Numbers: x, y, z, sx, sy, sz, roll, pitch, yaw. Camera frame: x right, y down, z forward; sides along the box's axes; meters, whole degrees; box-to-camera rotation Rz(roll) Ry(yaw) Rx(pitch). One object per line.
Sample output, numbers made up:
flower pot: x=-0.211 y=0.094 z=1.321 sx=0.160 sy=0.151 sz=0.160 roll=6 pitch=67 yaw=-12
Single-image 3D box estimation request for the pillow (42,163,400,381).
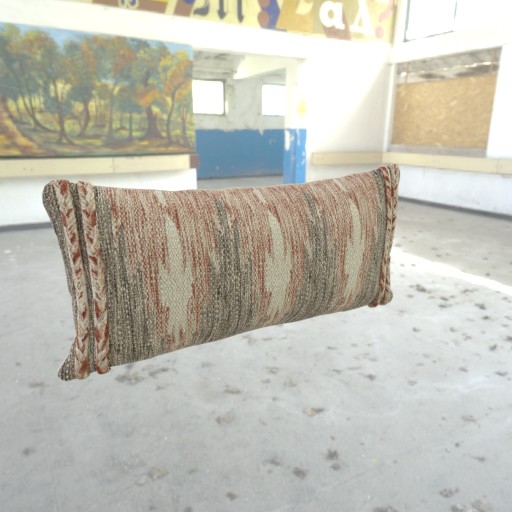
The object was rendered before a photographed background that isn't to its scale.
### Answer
pillow: x=0.000 y=0.000 z=0.732 sx=0.635 sy=0.282 sz=0.139 roll=-9 pitch=18 yaw=-27
